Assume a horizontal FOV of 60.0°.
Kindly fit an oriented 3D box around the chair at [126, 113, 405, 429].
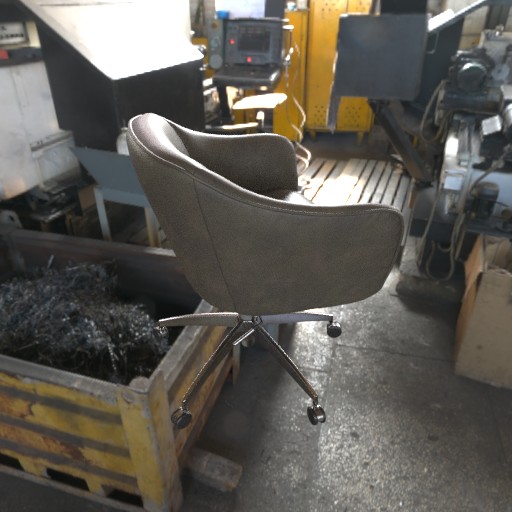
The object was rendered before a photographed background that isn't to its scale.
[{"bbox_3d":[0.000,0.000,1.372,0.689,0.827,0.713,-11,33,-18],"label":"chair"}]
